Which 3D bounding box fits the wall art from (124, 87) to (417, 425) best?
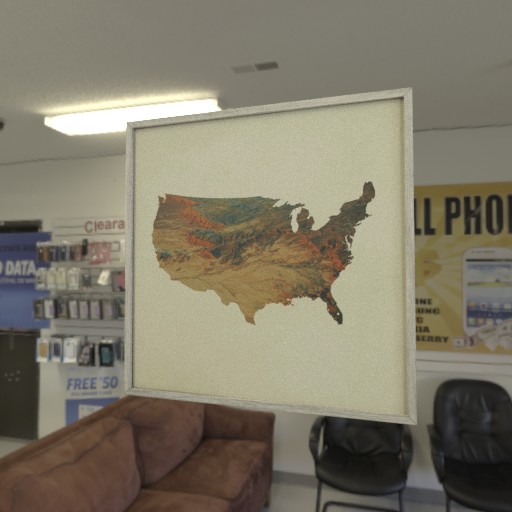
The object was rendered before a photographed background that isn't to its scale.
[{"bbox_3d":[0.000,0.000,0.751,0.508,0.507,0.016,-1,-2,18],"label":"wall art"}]
